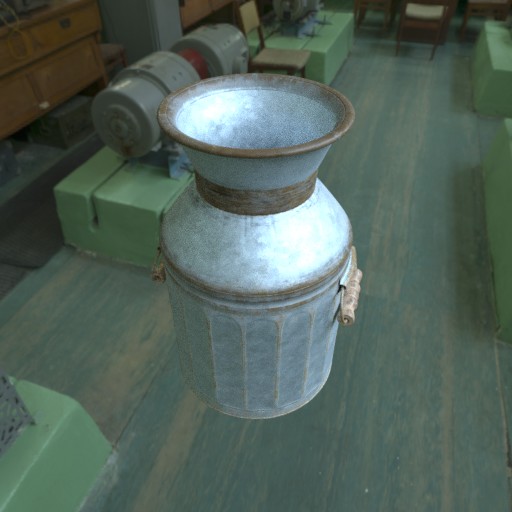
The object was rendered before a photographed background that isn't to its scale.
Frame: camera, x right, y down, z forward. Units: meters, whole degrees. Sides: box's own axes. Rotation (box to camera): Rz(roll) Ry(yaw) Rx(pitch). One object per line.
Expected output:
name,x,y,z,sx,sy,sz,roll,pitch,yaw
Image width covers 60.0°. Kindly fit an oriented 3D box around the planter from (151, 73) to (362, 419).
planter,0.000,0.000,0.516,0.248,0.358,0.215,11,42,13
